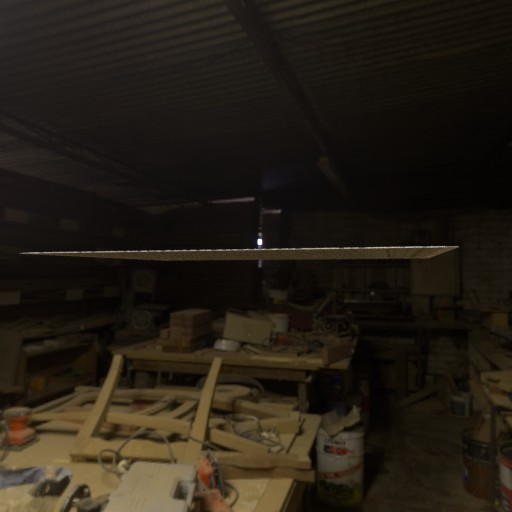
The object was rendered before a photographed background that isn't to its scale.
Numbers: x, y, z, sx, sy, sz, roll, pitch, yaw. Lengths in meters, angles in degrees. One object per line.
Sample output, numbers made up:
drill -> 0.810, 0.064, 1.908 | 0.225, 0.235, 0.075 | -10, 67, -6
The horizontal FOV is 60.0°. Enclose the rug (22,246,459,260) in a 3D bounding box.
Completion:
rug -> 0.000, 0.000, 4.170 | 3.196, 0.007, 2.354 | -1, -2, 17
